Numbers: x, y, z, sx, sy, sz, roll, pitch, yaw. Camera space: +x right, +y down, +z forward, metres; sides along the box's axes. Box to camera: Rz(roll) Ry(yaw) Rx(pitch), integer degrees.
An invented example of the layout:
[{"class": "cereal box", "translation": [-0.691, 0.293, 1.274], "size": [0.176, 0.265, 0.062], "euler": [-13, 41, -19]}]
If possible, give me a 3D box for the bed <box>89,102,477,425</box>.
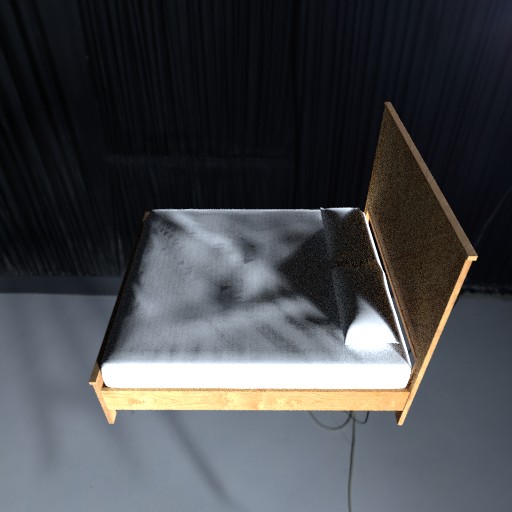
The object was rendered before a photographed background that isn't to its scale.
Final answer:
[{"class": "bed", "translation": [0.000, 0.000, 3.480], "size": [2.201, 1.686, 1.936], "euler": [0, 41, 0]}]
